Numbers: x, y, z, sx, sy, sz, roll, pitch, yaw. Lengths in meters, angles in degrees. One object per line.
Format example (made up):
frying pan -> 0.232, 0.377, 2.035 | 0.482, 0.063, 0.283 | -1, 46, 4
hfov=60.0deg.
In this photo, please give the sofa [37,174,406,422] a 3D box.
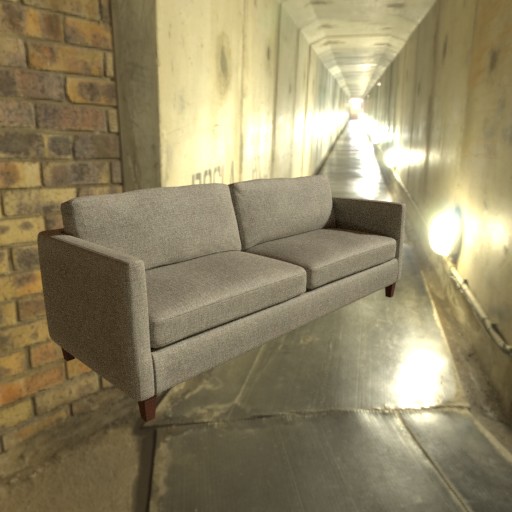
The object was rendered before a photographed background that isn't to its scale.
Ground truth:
sofa -> 0.000, 0.000, 2.939 | 0.948, 0.951, 2.434 | 14, 20, 42
